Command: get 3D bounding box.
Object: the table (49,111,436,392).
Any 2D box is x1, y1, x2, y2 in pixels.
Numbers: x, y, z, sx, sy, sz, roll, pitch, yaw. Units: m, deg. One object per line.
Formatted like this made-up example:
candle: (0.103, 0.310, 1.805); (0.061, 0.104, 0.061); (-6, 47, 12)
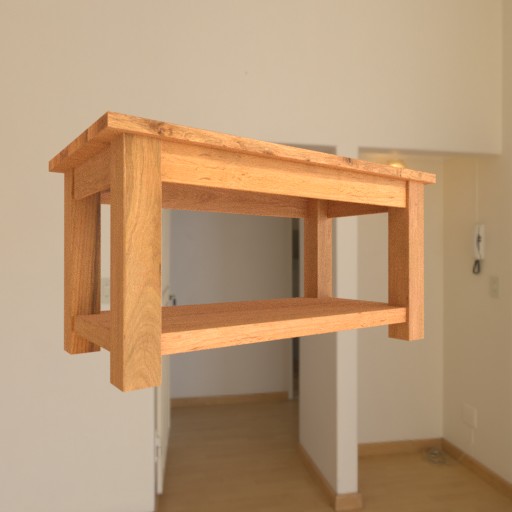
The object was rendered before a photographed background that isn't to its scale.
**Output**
table: (0.000, 0.000, 1.141); (0.899, 0.452, 0.450); (0, 0, -36)
